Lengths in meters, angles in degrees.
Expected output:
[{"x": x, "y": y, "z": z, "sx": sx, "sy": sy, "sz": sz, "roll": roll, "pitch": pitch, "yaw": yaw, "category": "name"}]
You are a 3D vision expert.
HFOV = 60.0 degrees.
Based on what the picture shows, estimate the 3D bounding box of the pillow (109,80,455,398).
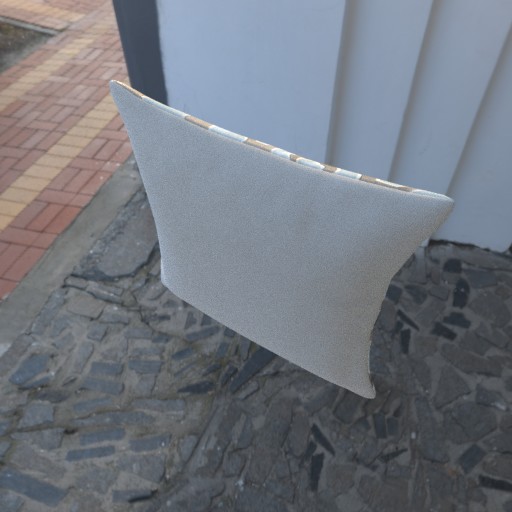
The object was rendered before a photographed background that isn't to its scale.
[{"x": 0.000, "y": 0.000, "z": 0.791, "sx": 0.552, "sy": 0.508, "sz": 0.166, "roll": 25, "pitch": 52, "yaw": 22, "category": "pillow"}]
